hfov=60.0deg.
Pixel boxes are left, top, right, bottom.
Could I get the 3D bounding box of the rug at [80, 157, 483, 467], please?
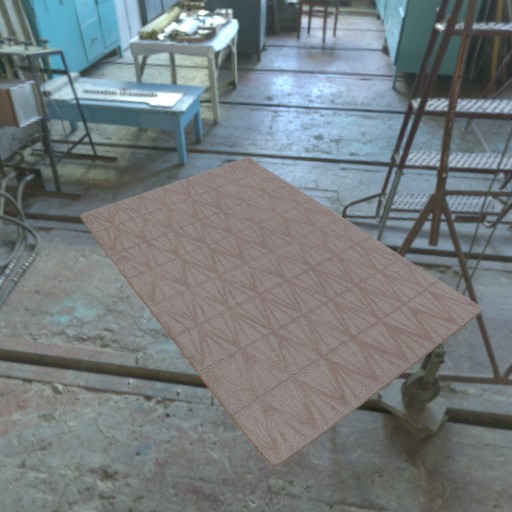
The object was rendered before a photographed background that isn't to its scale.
[{"bbox_3d":[0.000,0.000,2.295,1.230,0.025,1.837,-25,46,-27],"label":"rug"}]
